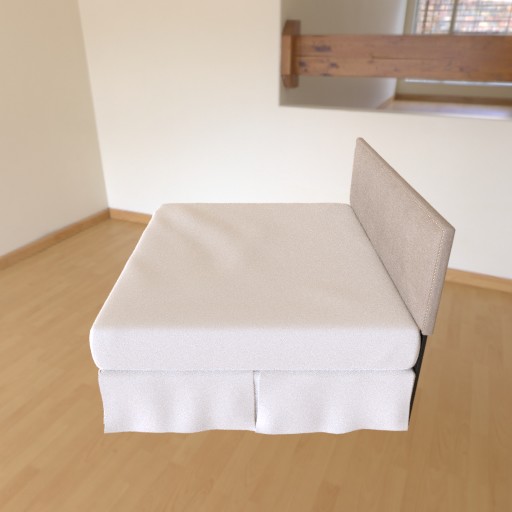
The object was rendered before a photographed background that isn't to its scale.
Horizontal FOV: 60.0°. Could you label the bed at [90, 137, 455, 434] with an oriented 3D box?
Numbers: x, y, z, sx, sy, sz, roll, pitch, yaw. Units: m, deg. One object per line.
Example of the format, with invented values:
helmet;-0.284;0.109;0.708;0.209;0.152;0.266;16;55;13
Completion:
bed;0.000;0.000;3.345;1.914;1.346;2.170;0;27;0
